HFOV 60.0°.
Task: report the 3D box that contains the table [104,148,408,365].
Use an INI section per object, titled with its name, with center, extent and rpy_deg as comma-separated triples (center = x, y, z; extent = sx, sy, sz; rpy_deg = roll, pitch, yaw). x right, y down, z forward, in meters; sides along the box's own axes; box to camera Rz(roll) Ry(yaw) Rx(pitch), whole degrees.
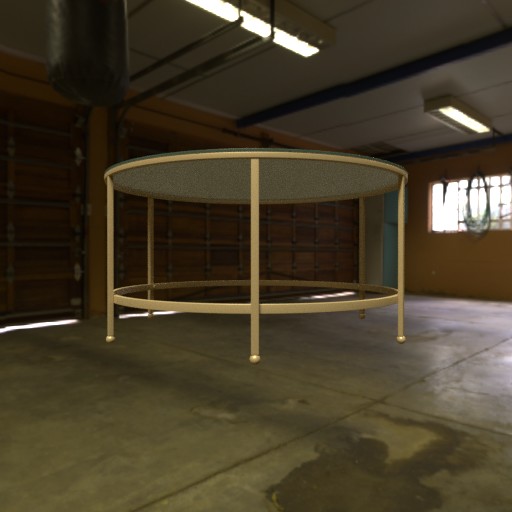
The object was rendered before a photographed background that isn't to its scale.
[table]
center = 0.000, 0.000, 1.413
extent = 0.914, 0.470, 0.914
rpy_deg = 0, 0, 0
